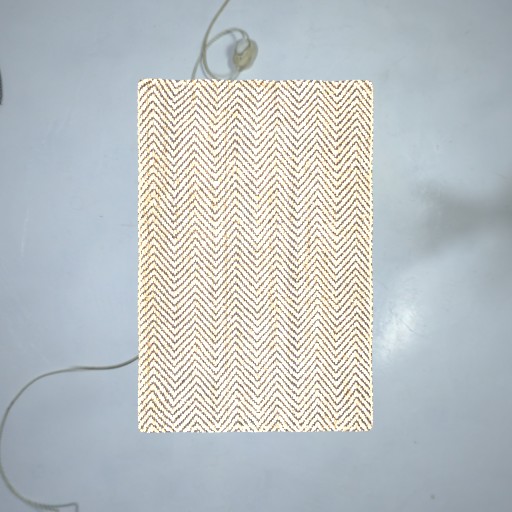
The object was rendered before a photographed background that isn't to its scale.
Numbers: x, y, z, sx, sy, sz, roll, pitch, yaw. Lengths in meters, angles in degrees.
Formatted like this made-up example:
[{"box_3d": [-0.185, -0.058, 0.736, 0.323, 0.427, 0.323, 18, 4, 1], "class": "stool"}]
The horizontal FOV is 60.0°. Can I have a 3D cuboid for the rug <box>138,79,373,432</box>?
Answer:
[{"box_3d": [0.000, 0.000, 2.301, 1.219, 0.008, 1.828, 0, 90, -1], "class": "rug"}]
